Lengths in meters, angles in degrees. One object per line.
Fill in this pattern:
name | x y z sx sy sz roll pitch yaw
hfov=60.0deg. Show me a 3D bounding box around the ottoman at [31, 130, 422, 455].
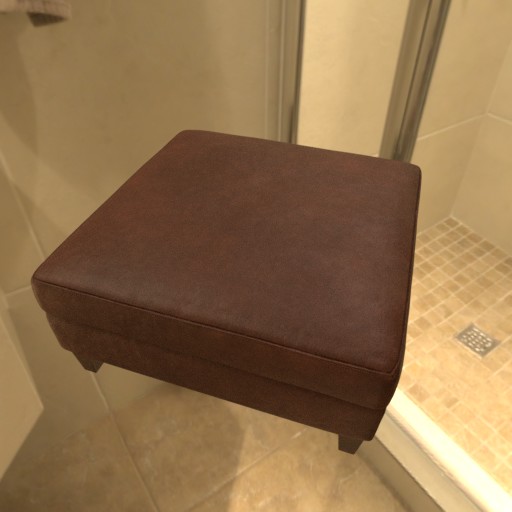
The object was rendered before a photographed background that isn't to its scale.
ottoman | 0.000 0.000 1.277 0.836 0.415 0.844 12 42 14
